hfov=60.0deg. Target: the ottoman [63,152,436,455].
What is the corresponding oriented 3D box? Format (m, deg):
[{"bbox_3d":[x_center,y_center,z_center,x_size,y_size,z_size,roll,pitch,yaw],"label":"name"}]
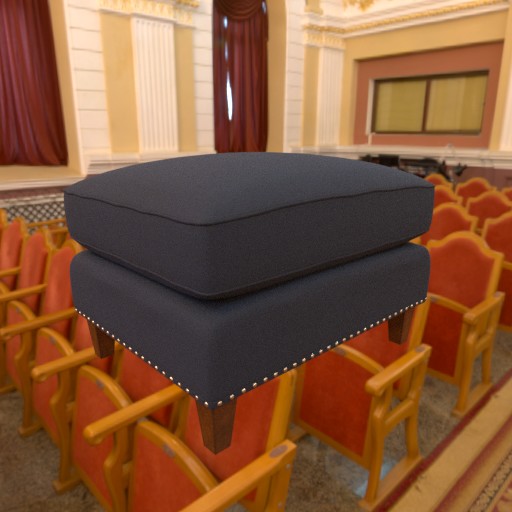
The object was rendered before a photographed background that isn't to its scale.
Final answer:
[{"bbox_3d":[0.000,0.000,1.128,0.741,0.513,0.584,-14,21,-41],"label":"ottoman"}]
